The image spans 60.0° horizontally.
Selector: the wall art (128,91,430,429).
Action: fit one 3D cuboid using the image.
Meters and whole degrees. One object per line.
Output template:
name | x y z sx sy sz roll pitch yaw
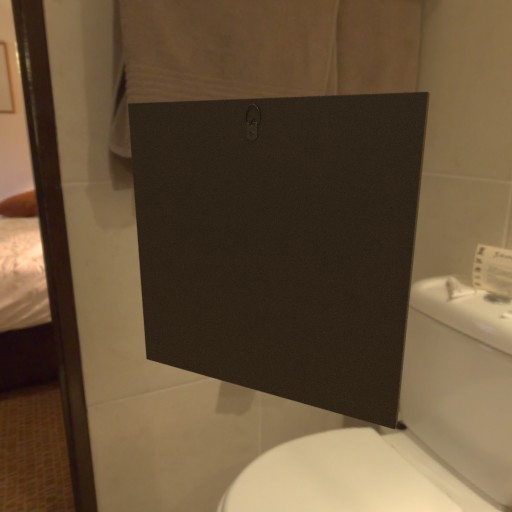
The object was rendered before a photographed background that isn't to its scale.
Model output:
wall art | 0.000 0.000 1.203 0.805 0.807 0.043 8 17 26
